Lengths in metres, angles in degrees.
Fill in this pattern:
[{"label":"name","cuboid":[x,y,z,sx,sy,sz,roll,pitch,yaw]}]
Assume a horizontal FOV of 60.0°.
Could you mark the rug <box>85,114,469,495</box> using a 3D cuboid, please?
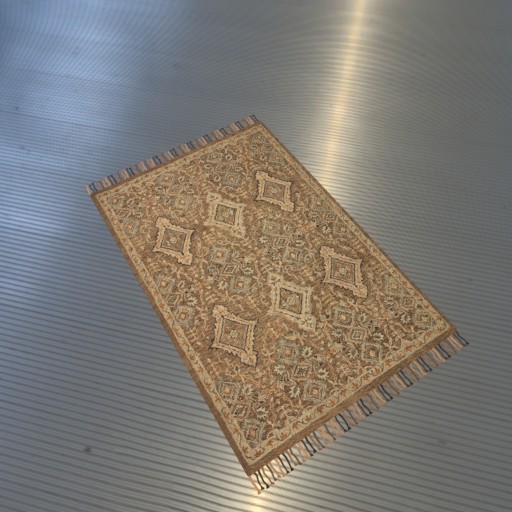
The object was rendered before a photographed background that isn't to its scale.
[{"label":"rug","cuboid":[0.000,0.000,3.006,1.516,0.010,2.434,-28,62,-17]}]
